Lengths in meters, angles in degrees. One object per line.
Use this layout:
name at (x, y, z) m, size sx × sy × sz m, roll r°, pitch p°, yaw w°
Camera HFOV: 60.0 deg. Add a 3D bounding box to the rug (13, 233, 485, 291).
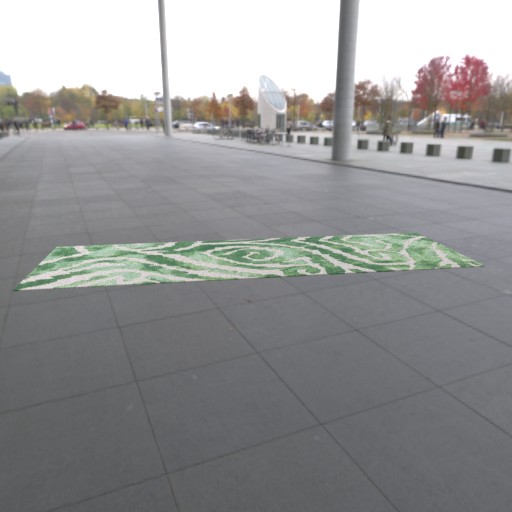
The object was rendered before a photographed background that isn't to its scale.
rug at (0.000, 0.000, 2.626) m, size 2.438 × 0.006 × 0.761 m, roll -3°, pitch 17°, yaw -8°
